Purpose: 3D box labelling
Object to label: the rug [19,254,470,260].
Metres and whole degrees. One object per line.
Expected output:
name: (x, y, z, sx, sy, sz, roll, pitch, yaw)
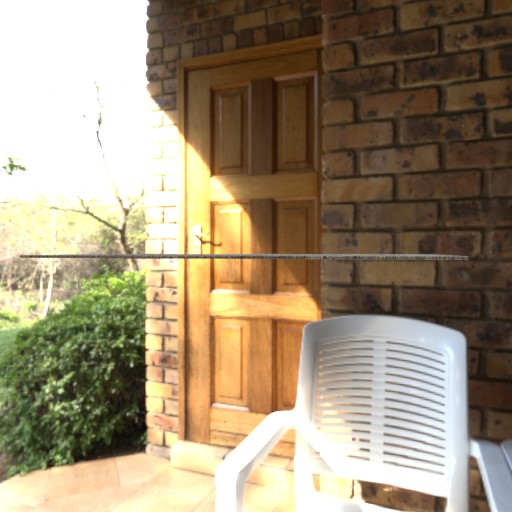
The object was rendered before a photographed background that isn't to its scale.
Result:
rug: (0.000, 0.000, 2.311, 1.846, 0.014, 1.243, 0, 1, 16)
